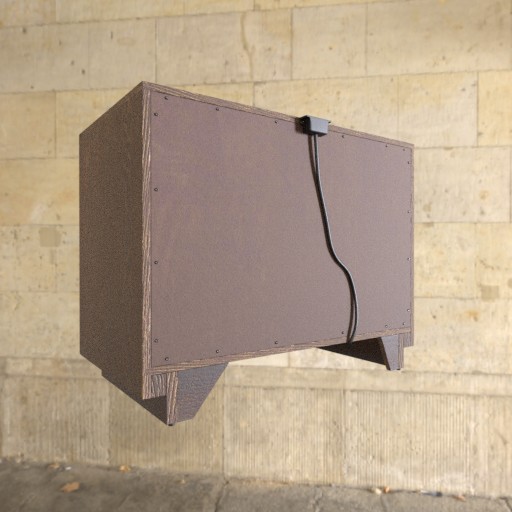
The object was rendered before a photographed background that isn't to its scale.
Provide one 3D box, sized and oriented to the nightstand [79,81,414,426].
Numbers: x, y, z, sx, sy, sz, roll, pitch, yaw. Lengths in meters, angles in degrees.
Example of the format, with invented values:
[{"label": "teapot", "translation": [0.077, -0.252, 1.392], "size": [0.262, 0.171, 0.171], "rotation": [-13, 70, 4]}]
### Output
[{"label": "nightstand", "translation": [0.000, 0.000, 1.158], "size": [0.775, 0.612, 0.457], "rotation": [0, 1, -35]}]
